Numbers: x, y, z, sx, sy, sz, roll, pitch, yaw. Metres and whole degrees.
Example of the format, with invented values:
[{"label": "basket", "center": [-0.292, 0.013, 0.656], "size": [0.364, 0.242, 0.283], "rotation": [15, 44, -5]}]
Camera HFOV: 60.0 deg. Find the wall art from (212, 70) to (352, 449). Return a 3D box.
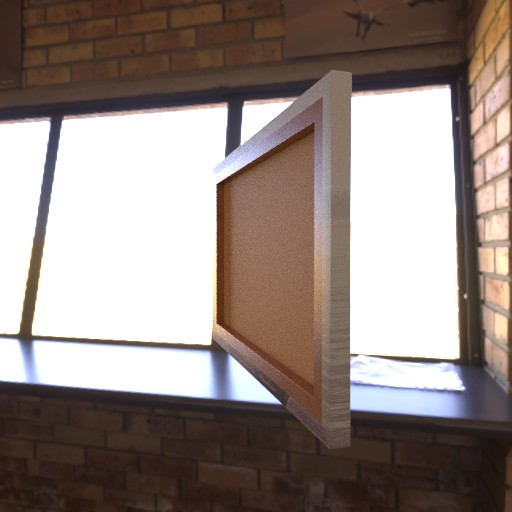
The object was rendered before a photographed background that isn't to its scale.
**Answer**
[{"label": "wall art", "center": [0.000, 0.000, 1.150], "size": [0.037, 0.609, 0.916], "rotation": [0, 1, -17]}]
